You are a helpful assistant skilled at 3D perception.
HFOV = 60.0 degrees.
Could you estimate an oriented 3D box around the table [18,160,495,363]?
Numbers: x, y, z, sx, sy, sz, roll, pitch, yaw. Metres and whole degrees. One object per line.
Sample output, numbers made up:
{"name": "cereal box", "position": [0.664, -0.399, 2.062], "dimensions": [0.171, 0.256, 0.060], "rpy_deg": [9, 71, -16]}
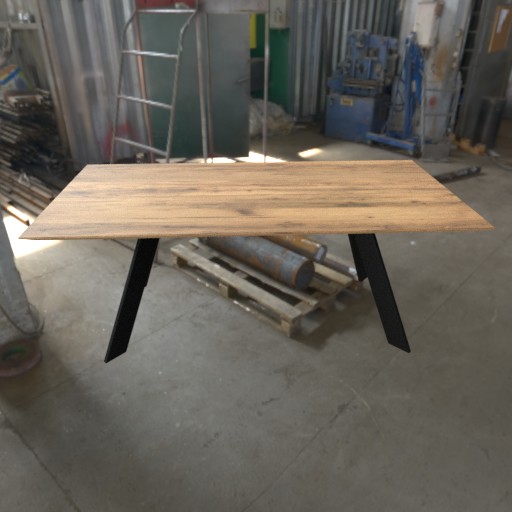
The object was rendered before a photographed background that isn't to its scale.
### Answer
{"name": "table", "position": [0.000, 0.000, 2.477], "dimensions": [2.000, 0.770, 1.000], "rpy_deg": [-1, 29, -2]}
